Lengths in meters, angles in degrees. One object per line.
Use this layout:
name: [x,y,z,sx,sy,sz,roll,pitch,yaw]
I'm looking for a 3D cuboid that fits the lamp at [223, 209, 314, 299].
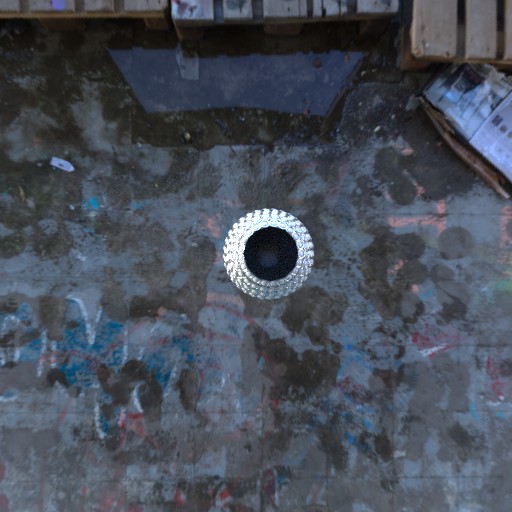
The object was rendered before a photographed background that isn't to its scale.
lamp: [0.000,0.000,1.930,0.254,1.805,0.254,0,90,-2]
